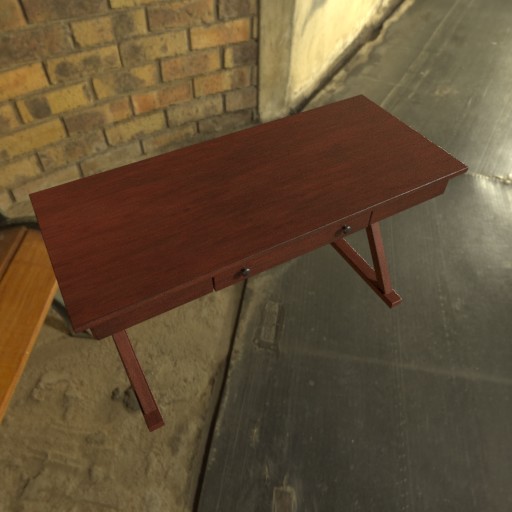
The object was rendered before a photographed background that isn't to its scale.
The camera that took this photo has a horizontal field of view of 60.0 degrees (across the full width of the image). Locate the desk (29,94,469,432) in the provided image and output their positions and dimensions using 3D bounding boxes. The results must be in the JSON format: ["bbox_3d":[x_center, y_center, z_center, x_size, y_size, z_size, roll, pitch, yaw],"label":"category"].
[{"bbox_3d":[0.000,0.000,1.780,1.372,0.761,0.600,-22,51,-19],"label":"desk"}]
